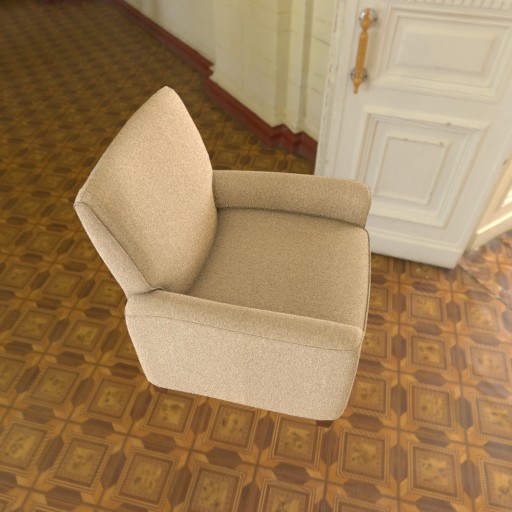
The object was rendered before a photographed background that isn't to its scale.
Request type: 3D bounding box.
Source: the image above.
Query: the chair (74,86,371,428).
[{"bbox_3d":[0.000,0.000,1.660,0.864,1.014,0.848,9,47,8],"label":"chair"}]
